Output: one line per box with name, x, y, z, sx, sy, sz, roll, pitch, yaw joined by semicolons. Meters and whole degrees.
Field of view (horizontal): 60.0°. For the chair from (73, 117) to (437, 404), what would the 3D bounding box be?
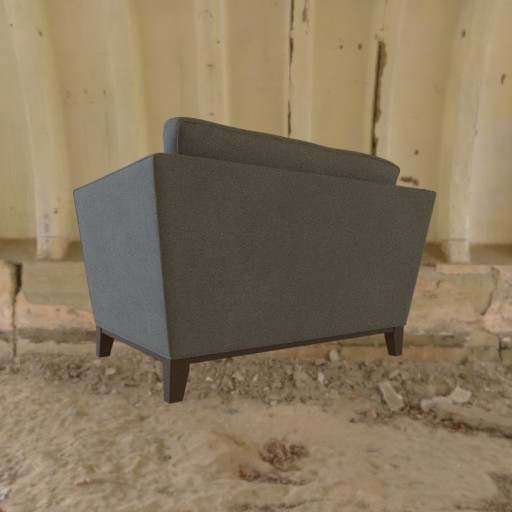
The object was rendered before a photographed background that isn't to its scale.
chair;0.000;0.000;2.056;1.396;0.942;0.965;0;0;-35
